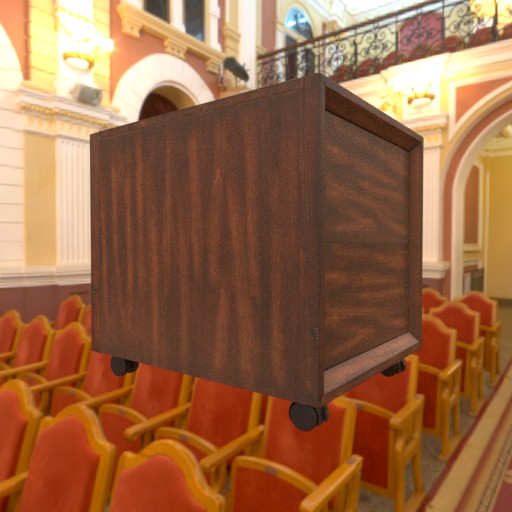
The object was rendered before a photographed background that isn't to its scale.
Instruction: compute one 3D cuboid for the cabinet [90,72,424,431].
[{"bbox_3d":[0.000,0.000,0.846,0.500,0.455,0.402,1,2,37],"label":"cabinet"}]
